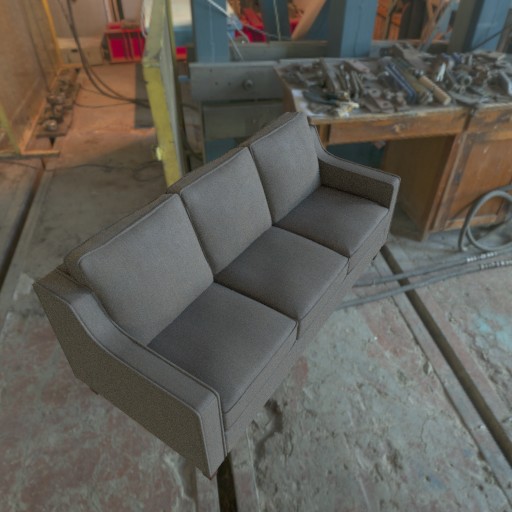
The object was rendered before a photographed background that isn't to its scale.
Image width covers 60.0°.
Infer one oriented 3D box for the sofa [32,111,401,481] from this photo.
[{"bbox_3d":[0.000,0.000,2.479,0.911,0.974,1.986,24,46,25],"label":"sofa"}]
